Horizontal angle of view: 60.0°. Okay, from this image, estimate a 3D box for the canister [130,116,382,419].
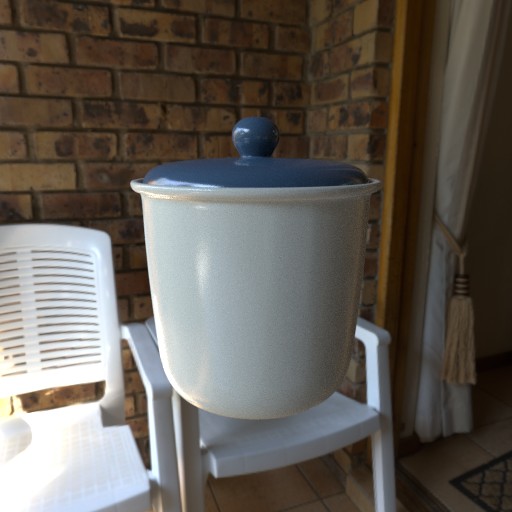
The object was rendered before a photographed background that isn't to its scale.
[{"bbox_3d":[0.000,0.000,0.346,0.182,0.208,0.182,0,13,0],"label":"canister"}]
